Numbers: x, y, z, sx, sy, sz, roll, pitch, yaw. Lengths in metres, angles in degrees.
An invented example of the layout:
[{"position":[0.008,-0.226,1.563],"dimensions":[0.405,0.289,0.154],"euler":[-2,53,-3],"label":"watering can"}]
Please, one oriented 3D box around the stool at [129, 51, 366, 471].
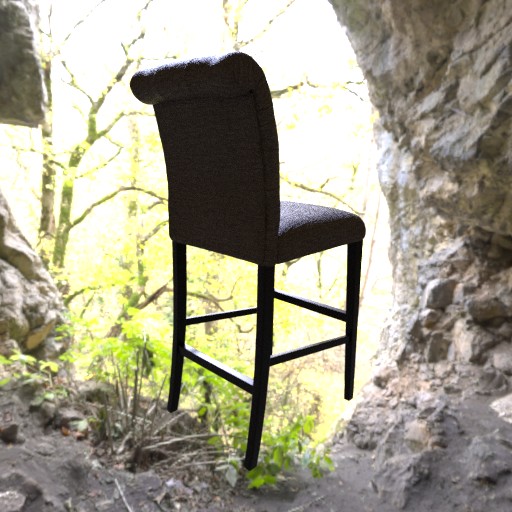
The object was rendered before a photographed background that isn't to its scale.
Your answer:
[{"position":[0.000,0.000,1.448],"dimensions":[0.452,1.131,0.613],"euler":[14,21,43],"label":"stool"}]
